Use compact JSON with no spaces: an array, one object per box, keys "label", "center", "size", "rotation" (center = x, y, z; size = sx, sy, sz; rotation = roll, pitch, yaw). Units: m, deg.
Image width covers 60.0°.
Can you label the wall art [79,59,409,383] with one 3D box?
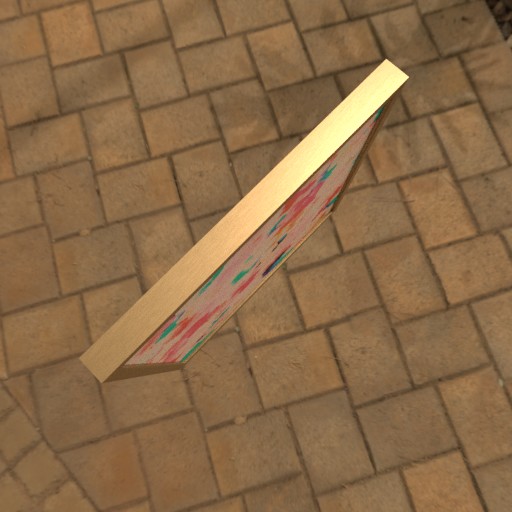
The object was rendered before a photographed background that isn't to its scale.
[{"label":"wall art","center":[0.000,0.000,0.762],"size":[0.037,0.509,0.510],"rotation":[43,81,9]}]
